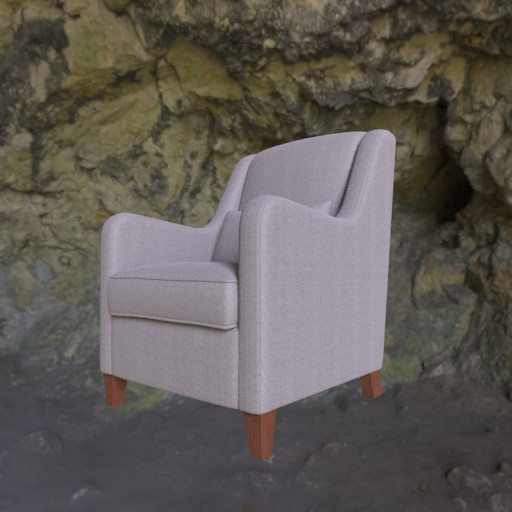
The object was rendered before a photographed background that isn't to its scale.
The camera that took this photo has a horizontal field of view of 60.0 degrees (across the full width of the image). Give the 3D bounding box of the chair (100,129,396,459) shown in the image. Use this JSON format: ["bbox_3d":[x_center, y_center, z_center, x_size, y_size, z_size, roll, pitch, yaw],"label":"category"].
[{"bbox_3d":[0.000,0.000,1.609,0.715,1.017,0.890,-1,-1,39],"label":"chair"}]
